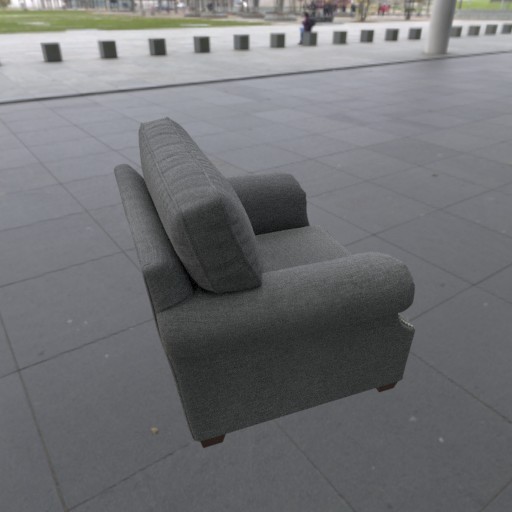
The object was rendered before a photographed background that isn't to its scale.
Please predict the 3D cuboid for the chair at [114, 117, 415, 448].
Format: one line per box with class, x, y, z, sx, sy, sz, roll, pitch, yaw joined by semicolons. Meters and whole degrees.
chair;0.000;0.000;1.812;0.965;0.961;1.092;-10;31;-17
